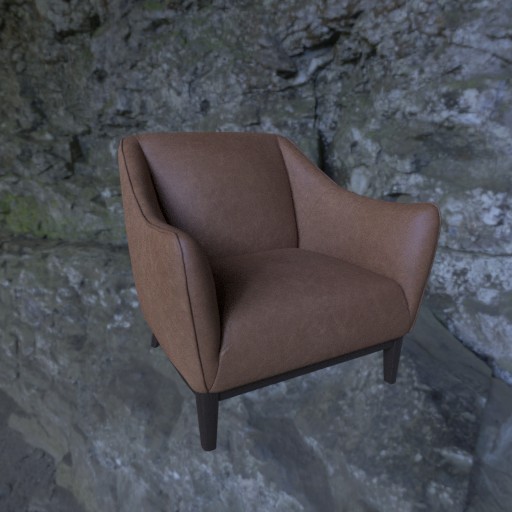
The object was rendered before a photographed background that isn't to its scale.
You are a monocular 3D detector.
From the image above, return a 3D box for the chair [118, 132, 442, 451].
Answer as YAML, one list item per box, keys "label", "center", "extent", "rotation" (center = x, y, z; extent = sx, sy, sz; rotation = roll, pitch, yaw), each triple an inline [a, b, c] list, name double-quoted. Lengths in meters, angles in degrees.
- label: "chair"
  center: [0.000, 0.000, 1.549]
  extent: [0.871, 0.830, 0.852]
  rotation: [-9, 18, -28]
